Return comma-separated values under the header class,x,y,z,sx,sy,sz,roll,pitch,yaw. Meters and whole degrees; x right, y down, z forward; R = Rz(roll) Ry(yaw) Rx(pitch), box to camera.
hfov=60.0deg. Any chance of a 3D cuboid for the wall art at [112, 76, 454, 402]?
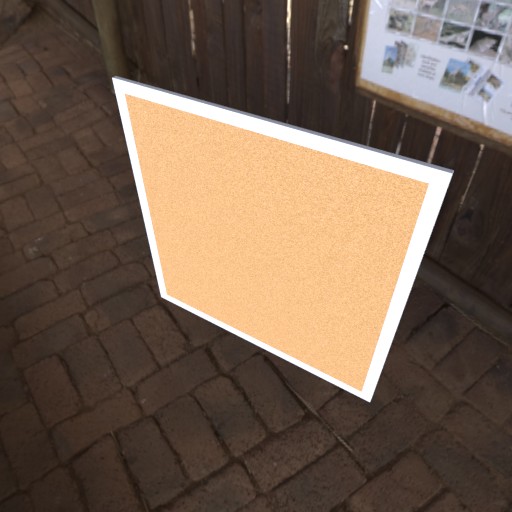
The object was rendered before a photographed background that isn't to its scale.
class,x,y,z,sx,sy,sz,roll,pitch,yaw
wall art,0.000,0.000,0.835,0.558,0.559,0.009,23,48,22
